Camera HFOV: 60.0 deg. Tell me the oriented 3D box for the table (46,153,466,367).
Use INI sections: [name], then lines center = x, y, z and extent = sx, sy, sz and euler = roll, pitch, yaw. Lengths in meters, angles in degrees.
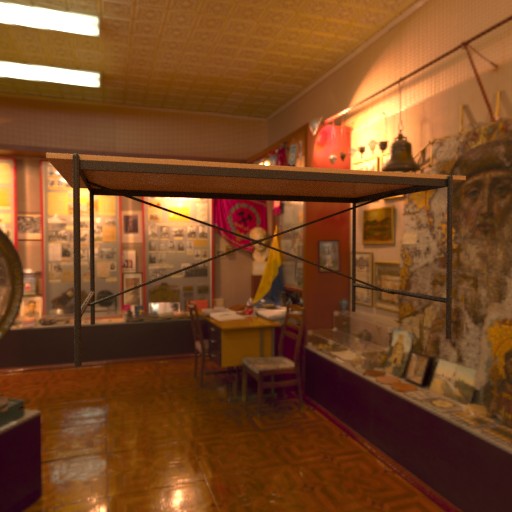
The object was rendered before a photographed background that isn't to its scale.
[table]
center = 0.000, 0.000, 2.235
extent = 1.800, 0.758, 0.900
euler = 0, 1, -17
